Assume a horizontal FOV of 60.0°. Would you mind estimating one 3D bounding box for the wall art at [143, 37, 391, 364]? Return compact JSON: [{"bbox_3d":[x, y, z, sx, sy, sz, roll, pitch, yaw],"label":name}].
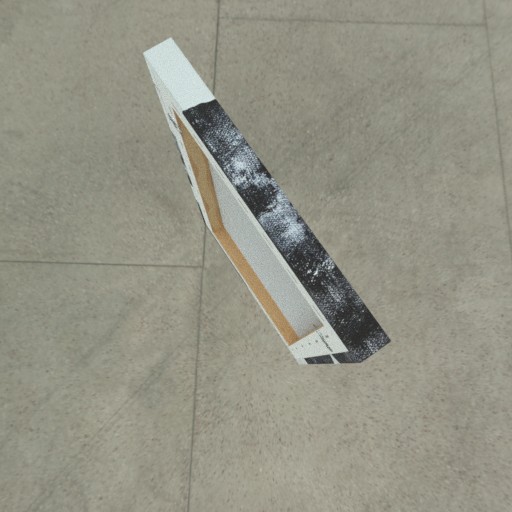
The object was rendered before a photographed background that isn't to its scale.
[{"bbox_3d":[0.000,0.000,0.755,0.039,0.610,0.407,-33,78,-8],"label":"wall art"}]
